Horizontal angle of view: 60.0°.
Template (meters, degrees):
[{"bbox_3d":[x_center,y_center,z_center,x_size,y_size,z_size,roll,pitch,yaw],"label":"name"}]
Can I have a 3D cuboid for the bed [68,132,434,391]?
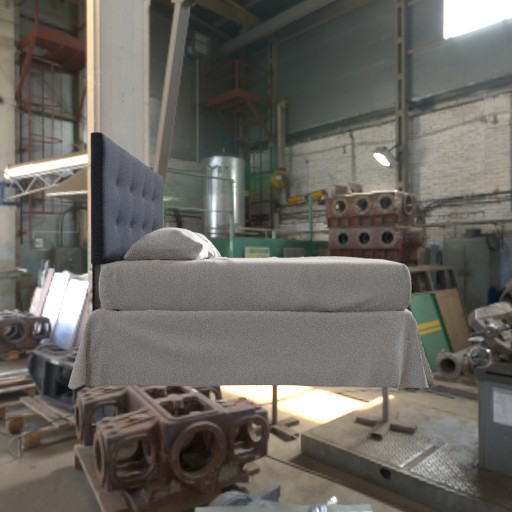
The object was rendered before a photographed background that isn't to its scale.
[{"bbox_3d":[0.000,0.000,3.566,2.222,1.577,1.936,0,1,1],"label":"bed"}]
